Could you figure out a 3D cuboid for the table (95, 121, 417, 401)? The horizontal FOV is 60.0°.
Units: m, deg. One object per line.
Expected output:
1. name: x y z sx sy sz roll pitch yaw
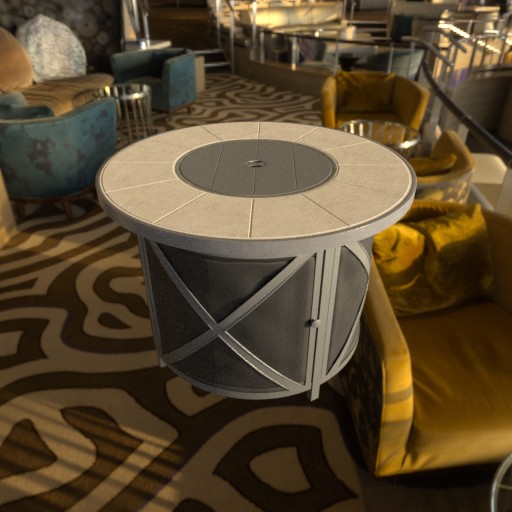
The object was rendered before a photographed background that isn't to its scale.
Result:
1. table: 0.000 0.000 1.492 0.914 0.650 0.914 0 32 0
